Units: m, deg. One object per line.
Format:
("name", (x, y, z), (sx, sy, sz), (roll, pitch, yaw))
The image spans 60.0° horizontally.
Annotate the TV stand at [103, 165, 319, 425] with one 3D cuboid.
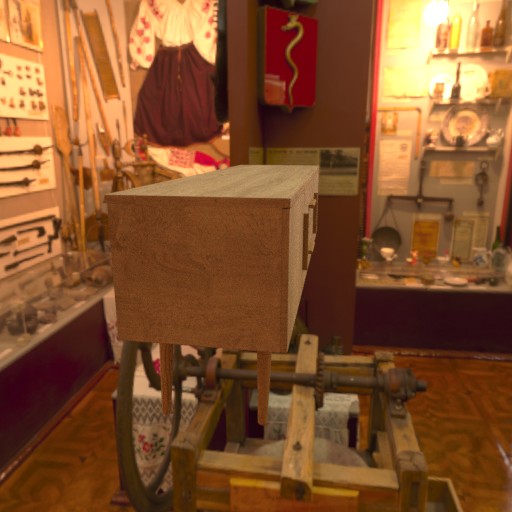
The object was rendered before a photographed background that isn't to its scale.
("TV stand", (0.000, 0.000, 1.556), (0.401, 0.565, 1.313), (2, 14, 10))
